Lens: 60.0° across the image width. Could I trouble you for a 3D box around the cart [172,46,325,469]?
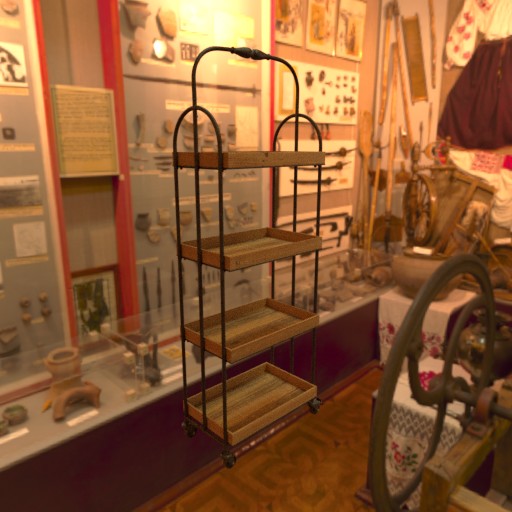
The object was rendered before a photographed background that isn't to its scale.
[{"bbox_3d":[0.000,0.000,1.720,0.581,1.481,0.308,-13,19,-42],"label":"cart"}]
